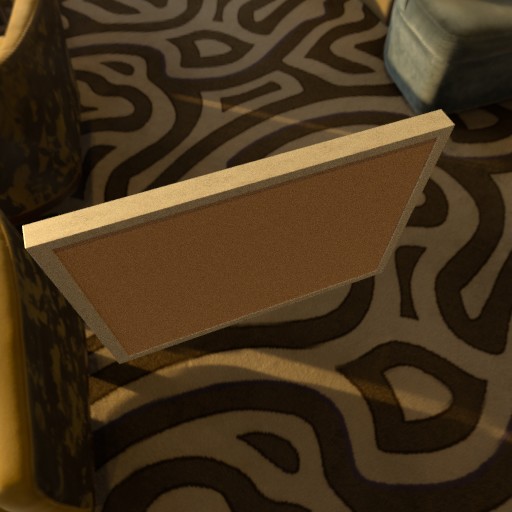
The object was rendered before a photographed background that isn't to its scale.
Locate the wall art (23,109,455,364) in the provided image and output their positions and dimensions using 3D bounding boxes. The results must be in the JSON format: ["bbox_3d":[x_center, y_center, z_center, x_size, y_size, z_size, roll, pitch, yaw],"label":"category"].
[{"bbox_3d":[0.000,0.000,0.686,0.532,0.380,0.032,-18,60,-11],"label":"wall art"}]
